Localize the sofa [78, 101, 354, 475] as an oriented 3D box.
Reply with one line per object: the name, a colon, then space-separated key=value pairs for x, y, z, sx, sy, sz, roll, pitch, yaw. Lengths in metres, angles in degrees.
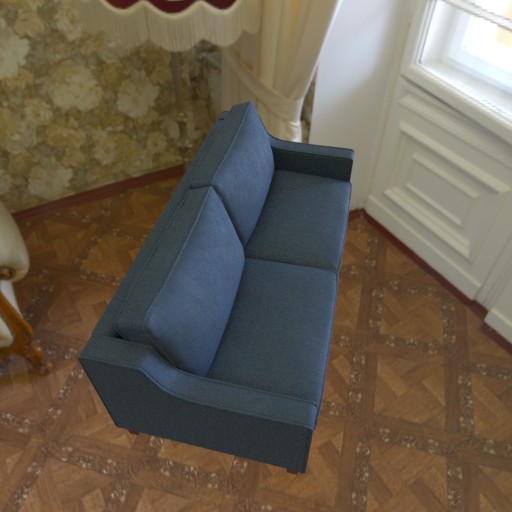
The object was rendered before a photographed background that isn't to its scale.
sofa: x=0.000 y=0.000 z=2.789 sx=1.066 sy=1.071 sz=2.178 roll=10 pitch=47 yaw=9
